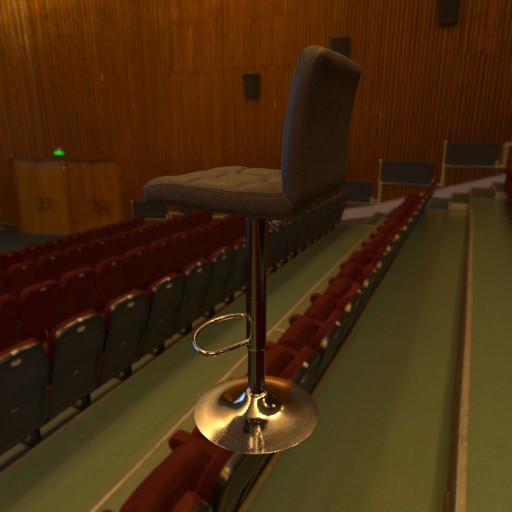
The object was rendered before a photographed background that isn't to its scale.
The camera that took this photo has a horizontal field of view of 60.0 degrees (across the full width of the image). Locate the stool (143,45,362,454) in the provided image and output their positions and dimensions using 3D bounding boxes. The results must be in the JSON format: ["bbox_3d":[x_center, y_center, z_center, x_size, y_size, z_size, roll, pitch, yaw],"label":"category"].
[{"bbox_3d":[0.000,0.000,1.362,0.505,1.115,0.430,8,19,23],"label":"stool"}]
